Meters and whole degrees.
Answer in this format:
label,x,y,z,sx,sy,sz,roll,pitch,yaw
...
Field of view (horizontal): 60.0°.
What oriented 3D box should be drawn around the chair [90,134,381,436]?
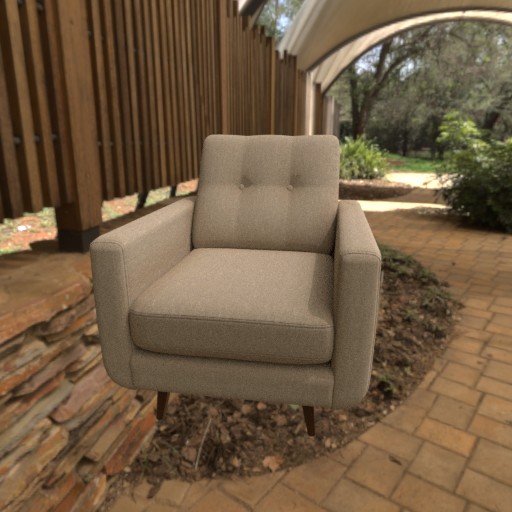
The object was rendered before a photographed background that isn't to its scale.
label,x,y,z,sx,sy,sz,roll,pitch,yaw
chair,0.000,0.000,1.852,0.897,0.965,1.128,3,16,9
